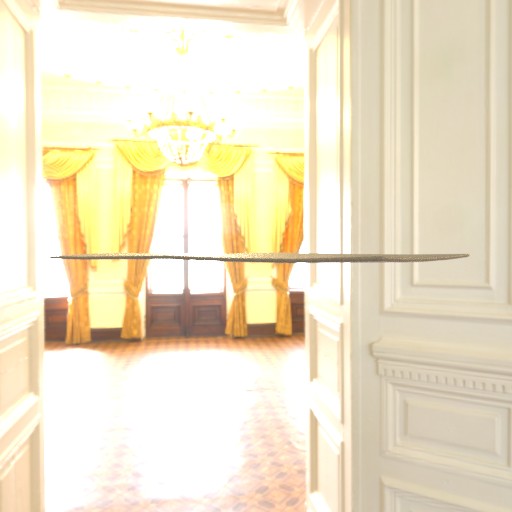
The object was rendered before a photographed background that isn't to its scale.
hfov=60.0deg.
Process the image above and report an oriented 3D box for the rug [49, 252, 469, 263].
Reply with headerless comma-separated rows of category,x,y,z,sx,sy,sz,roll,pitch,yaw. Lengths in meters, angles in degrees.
rug,0.000,0.000,2.326,1.829,0.034,1.252,1,1,36
